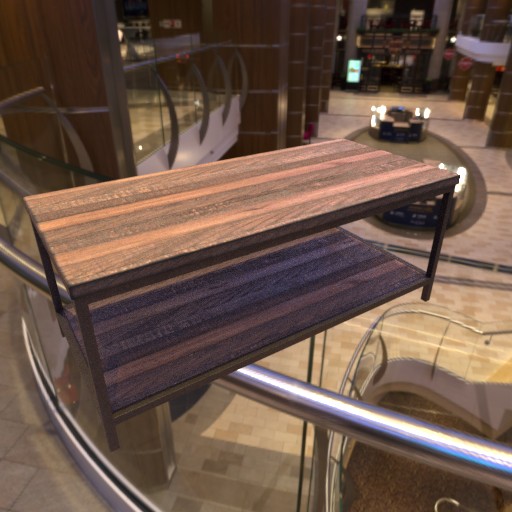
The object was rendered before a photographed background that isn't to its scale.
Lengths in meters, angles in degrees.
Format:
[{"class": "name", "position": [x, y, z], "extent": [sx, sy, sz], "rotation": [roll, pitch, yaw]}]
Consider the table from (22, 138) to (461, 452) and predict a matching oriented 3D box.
[{"class": "table", "position": [0.000, 0.000, 1.187], "extent": [0.990, 0.399, 0.452], "rotation": [-18, 33, -29]}]
